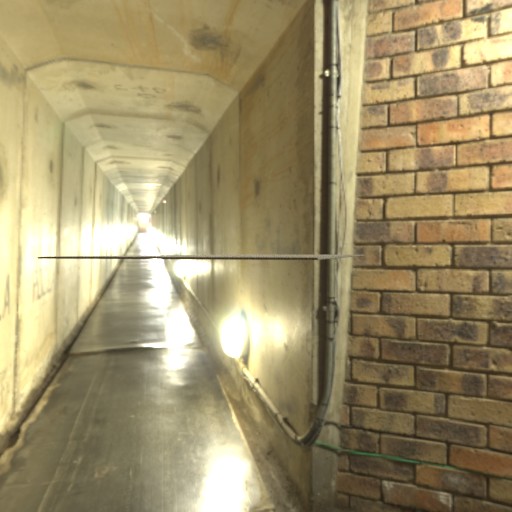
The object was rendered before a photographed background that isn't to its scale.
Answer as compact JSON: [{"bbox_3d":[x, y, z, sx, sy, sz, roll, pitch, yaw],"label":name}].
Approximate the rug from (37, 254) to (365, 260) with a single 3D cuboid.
[{"bbox_3d":[0.000,0.000,3.647,1.546,0.011,3.048,0,0,18],"label":"rug"}]
